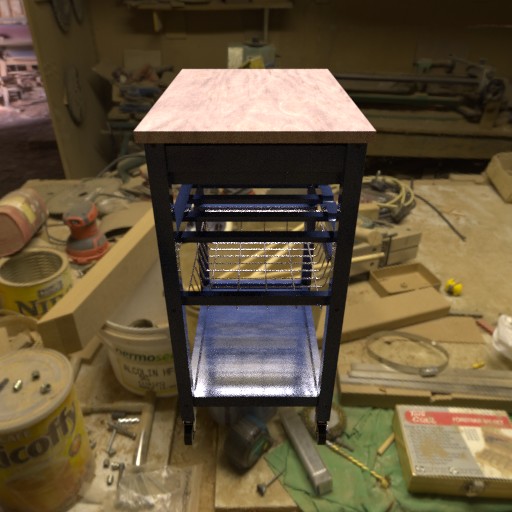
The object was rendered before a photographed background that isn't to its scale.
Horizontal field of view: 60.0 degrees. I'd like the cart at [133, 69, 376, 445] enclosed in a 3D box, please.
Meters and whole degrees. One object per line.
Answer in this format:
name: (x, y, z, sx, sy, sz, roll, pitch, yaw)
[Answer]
cart: (0.000, 0.000, 1.187, 0.403, 0.839, 0.584, 0, 32, 0)
